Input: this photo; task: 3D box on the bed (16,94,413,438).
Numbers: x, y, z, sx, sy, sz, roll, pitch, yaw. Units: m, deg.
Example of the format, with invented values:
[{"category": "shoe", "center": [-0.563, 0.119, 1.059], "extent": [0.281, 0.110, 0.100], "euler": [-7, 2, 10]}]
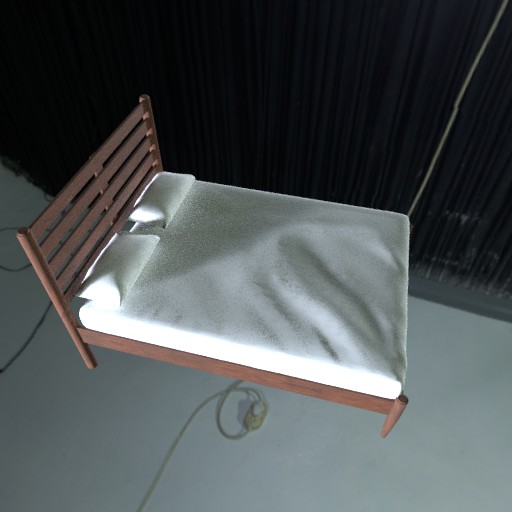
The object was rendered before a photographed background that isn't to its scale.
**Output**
[{"category": "bed", "center": [0.000, 0.000, 2.980], "extent": [2.093, 1.304, 1.509], "euler": [11, 47, 10]}]
